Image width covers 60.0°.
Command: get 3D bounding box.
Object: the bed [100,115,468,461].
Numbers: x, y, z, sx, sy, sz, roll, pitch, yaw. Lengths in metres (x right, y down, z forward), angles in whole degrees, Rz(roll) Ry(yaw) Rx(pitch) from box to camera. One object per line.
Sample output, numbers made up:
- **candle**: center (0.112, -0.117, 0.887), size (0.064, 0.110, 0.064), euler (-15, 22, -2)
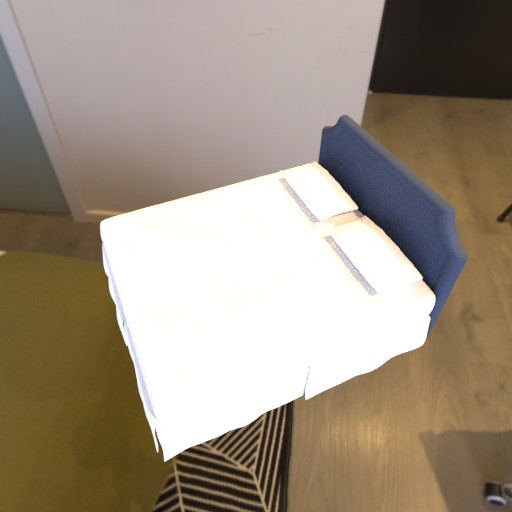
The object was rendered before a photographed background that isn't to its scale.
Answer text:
- **bed**: center (0.000, 0.000, 4.179), size (2.773, 1.488, 2.350), euler (-18, 49, -16)
